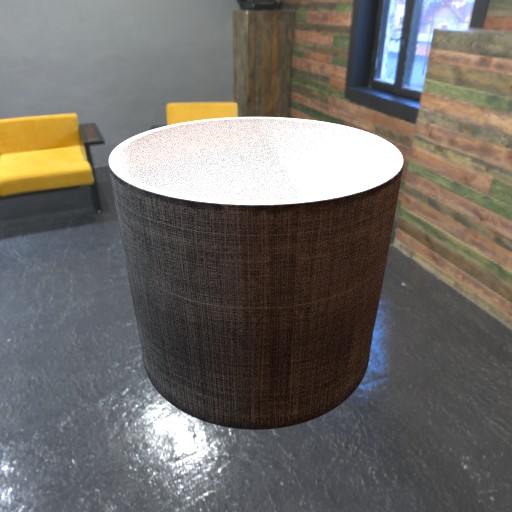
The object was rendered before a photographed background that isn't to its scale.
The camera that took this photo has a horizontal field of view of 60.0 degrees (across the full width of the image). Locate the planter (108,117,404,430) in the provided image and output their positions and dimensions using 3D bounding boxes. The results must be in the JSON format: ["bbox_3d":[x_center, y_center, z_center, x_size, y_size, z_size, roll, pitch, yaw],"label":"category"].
[{"bbox_3d":[0.000,0.000,0.451,0.254,0.221,0.254,0,30,0],"label":"planter"}]
